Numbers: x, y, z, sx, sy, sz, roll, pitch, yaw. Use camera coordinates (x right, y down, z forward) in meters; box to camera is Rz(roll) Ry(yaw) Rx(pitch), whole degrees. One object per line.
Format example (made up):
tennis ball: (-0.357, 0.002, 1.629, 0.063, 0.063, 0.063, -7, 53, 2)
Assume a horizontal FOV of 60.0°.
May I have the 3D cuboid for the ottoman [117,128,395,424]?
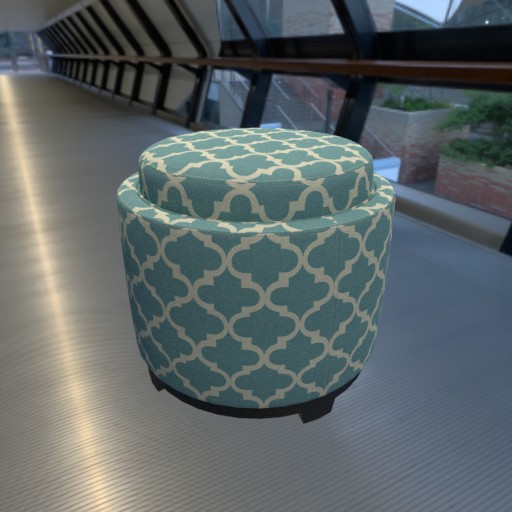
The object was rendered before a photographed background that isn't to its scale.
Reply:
ottoman: (0.000, 0.000, 0.841, 0.480, 0.429, 0.480, 0, 26, 0)
